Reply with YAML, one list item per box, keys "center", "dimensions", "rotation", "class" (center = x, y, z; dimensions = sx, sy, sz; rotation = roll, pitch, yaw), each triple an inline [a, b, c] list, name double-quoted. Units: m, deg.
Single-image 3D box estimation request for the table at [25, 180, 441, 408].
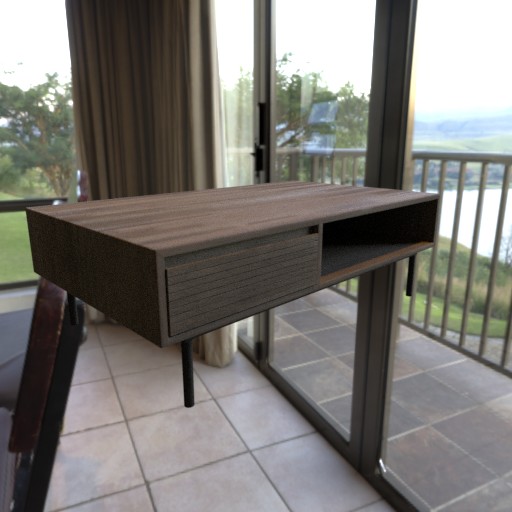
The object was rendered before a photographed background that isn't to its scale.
- center: [0.000, 0.000, 1.366]
  dimensions: [1.088, 0.347, 0.643]
  rotation: [-14, 21, -42]
  class: "table"
